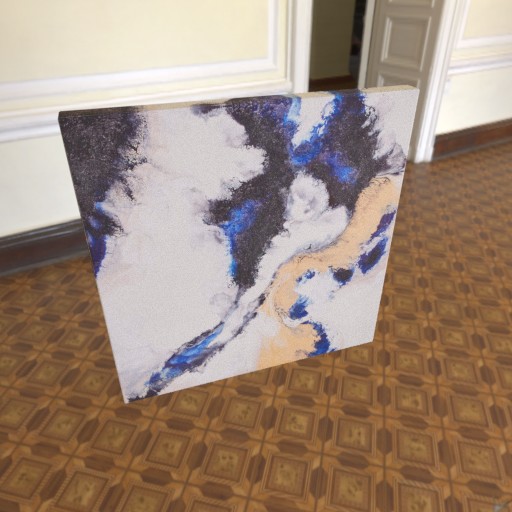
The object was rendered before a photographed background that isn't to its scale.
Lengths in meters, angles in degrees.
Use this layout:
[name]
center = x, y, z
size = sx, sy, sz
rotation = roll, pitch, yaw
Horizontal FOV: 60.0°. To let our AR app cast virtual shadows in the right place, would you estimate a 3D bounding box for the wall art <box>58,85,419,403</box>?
[wall art]
center = 0.000, 0.000, 0.889
size = 0.609, 0.609, 0.039
rotation = -10, 33, -16
